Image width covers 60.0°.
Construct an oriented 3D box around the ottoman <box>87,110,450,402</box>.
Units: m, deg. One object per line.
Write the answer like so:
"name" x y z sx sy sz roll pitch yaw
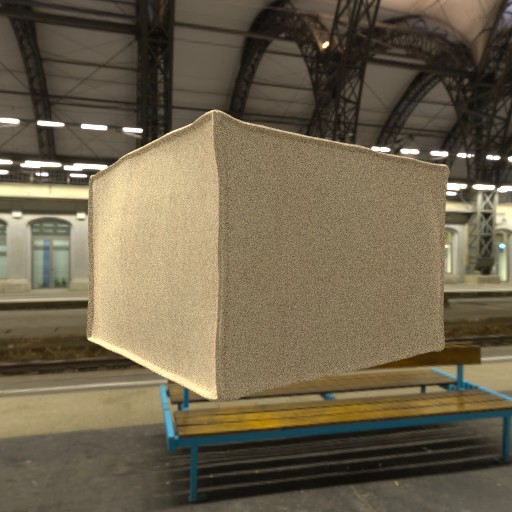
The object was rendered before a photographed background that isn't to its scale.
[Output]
"ottoman" 0.000 0.000 1.141 0.696 0.470 0.707 0 0 -37
